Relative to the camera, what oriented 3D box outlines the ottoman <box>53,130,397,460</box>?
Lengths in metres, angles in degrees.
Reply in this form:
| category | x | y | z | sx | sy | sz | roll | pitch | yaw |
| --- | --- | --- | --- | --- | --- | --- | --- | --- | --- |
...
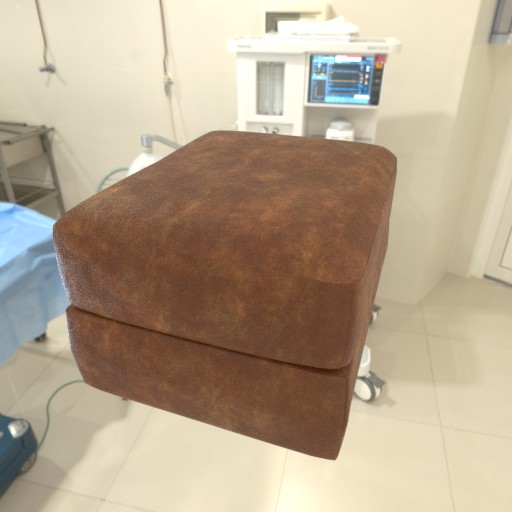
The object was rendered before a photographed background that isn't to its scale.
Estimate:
| category | x | y | z | sx | sy | sz | roll | pitch | yaw |
| --- | --- | --- | --- | --- | --- | --- | --- | --- | --- |
| ottoman | 0.000 | 0.000 | 1.116 | 0.603 | 0.476 | 0.751 | 10 | 31 | 17 |
